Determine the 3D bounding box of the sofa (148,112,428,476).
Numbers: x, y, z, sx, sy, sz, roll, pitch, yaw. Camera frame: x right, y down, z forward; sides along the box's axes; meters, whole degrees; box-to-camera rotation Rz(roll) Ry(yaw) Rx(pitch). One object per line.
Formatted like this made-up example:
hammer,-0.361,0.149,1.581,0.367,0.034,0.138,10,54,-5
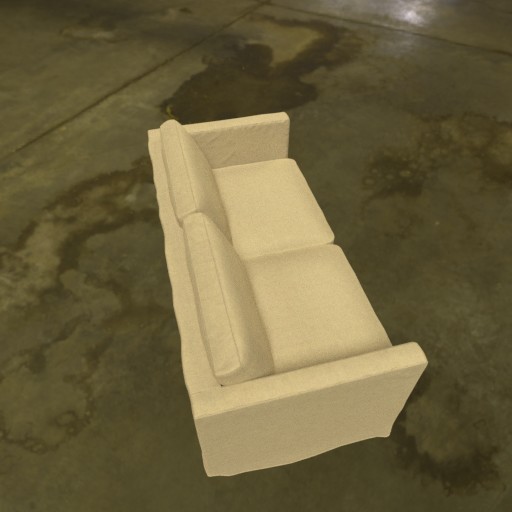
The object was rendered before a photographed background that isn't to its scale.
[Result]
sofa,0.000,0.000,2.470,0.962,0.835,1.959,-11,48,-10
